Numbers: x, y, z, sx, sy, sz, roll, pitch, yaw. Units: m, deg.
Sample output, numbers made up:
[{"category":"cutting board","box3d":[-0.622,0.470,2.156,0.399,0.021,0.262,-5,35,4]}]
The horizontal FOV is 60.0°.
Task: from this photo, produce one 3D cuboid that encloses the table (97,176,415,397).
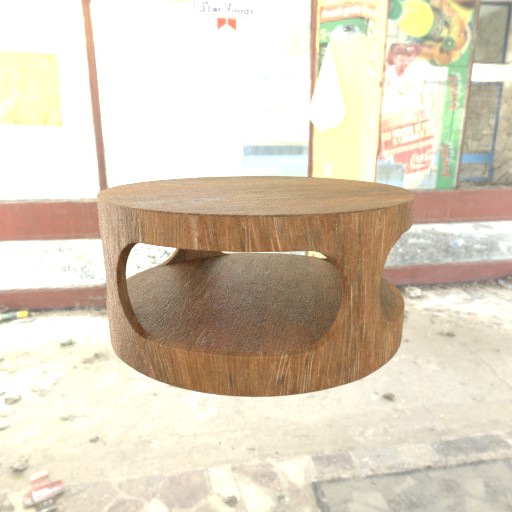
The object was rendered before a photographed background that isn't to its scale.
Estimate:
[{"category":"table","box3d":[0.000,0.000,1.494,0.974,0.450,0.974,0,15,0]}]
